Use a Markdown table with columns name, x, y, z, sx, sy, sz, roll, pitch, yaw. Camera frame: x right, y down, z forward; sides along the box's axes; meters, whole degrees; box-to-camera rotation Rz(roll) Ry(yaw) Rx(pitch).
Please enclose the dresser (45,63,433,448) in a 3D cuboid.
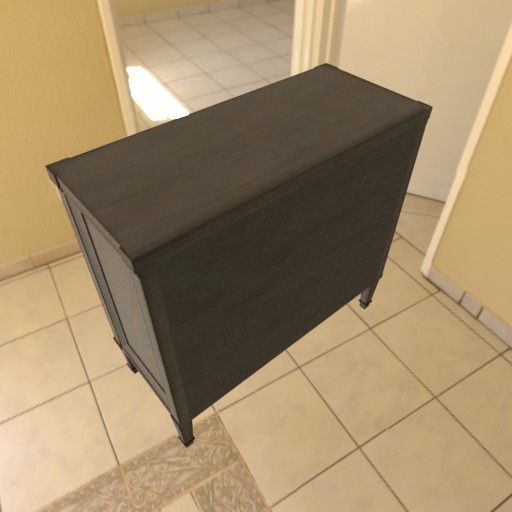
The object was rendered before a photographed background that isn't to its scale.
| name | x | y | z | sx | sy | sz | roll | pitch | yaw |
| --- | --- | --- | --- | --- | --- | --- | --- | --- | --- |
| dresser | 0.000 | 0.000 | 1.608 | 1.049 | 0.986 | 0.463 | -31 | 52 | -27 |
